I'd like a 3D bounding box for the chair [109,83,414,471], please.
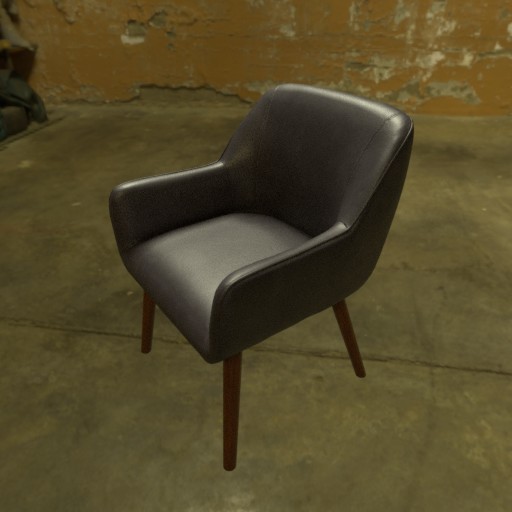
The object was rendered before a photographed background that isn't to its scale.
[{"bbox_3d":[0.000,0.000,1.254,0.610,0.828,0.610,-20,37,-30],"label":"chair"}]
